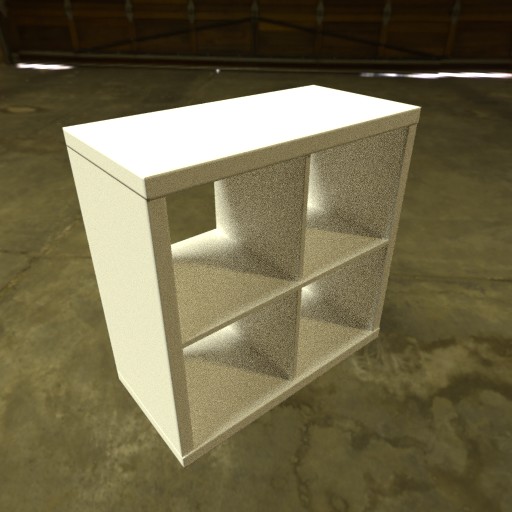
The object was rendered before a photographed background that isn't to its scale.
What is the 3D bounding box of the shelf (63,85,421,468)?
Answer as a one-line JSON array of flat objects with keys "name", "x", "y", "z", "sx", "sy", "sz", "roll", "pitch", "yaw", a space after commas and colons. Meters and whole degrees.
[{"name": "shelf", "x": 0.000, "y": 0.000, "z": 1.272, "sx": 0.790, "sy": 0.786, "sz": 0.390, "roll": -23, "pitch": 38, "yaw": -33}]
